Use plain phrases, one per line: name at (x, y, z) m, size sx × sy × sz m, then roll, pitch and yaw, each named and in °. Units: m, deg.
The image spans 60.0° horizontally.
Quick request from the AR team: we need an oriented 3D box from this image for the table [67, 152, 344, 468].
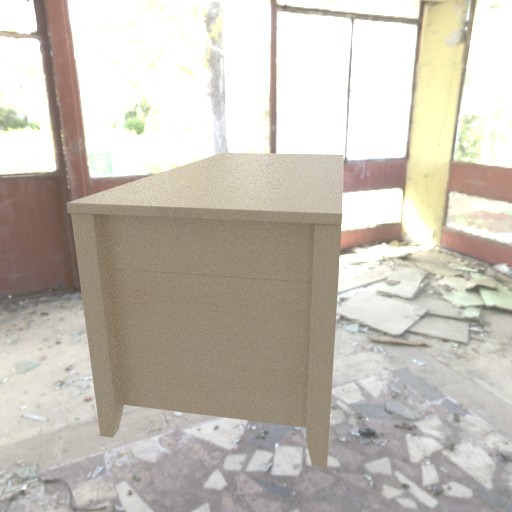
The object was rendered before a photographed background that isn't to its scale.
table at (0.000, 0.000, 1.254) m, size 0.457 × 0.483 × 1.016 m, roll 3°, pitch 18°, yaw 10°
